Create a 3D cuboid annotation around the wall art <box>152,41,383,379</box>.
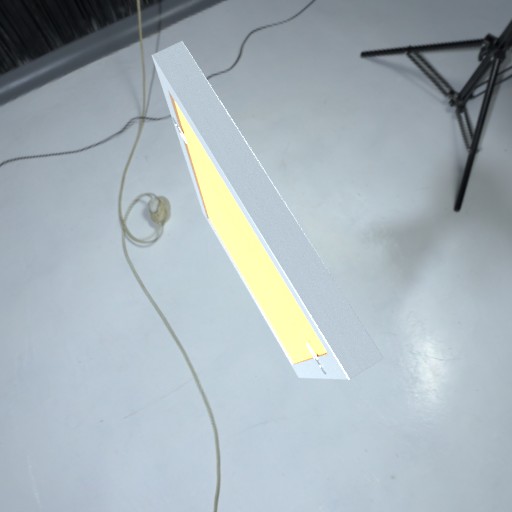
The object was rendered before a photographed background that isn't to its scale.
[{"bbox_3d":[0.000,0.000,0.528,0.030,0.379,0.308,-29,77,-8],"label":"wall art"}]
